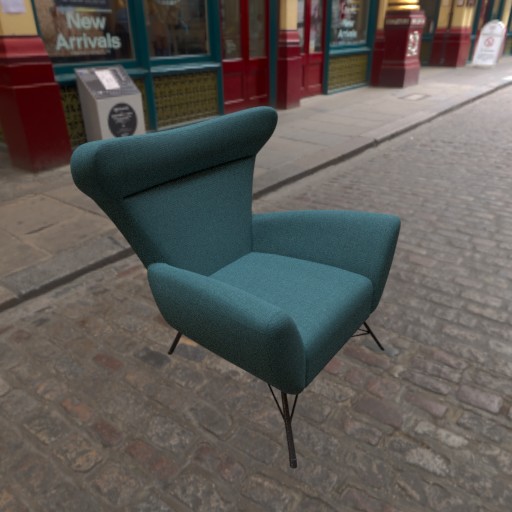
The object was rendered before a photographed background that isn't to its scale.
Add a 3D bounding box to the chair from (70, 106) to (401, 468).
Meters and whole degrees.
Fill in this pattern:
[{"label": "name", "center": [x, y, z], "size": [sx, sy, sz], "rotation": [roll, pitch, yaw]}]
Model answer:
[{"label": "chair", "center": [0.000, 0.000, 1.751], "size": [0.900, 0.980, 1.050], "rotation": [18, 32, 32]}]
